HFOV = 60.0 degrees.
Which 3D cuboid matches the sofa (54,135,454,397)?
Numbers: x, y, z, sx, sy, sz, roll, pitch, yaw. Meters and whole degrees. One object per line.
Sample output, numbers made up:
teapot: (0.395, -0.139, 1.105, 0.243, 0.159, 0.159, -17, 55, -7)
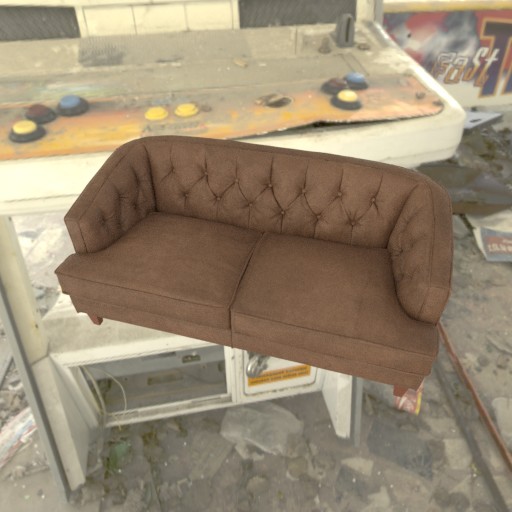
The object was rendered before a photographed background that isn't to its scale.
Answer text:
sofa: (0.000, 0.000, 2.261, 1.767, 0.799, 0.917, 11, 42, 12)
